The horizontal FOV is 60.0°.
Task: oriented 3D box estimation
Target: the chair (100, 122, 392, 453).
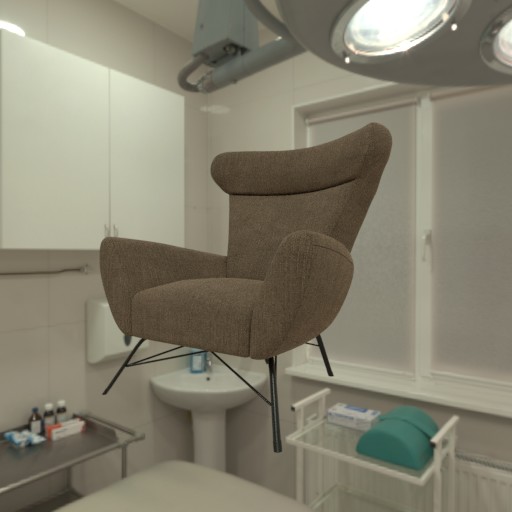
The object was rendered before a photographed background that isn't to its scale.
[{"bbox_3d":[0.000,0.000,1.786,0.980,1.040,0.900,0,1,37],"label":"chair"}]
